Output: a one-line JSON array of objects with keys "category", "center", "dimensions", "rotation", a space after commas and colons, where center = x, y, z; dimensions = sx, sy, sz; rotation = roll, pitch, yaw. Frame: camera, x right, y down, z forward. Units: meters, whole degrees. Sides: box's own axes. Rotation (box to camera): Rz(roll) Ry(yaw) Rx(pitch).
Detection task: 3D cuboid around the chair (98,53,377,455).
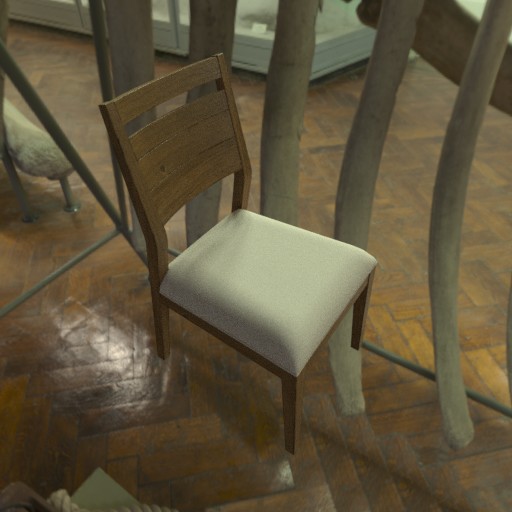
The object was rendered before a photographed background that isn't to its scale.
[{"category": "chair", "center": [0.000, 0.000, 1.302], "dimensions": [0.610, 0.939, 0.497], "rotation": [24, 47, 25]}]
